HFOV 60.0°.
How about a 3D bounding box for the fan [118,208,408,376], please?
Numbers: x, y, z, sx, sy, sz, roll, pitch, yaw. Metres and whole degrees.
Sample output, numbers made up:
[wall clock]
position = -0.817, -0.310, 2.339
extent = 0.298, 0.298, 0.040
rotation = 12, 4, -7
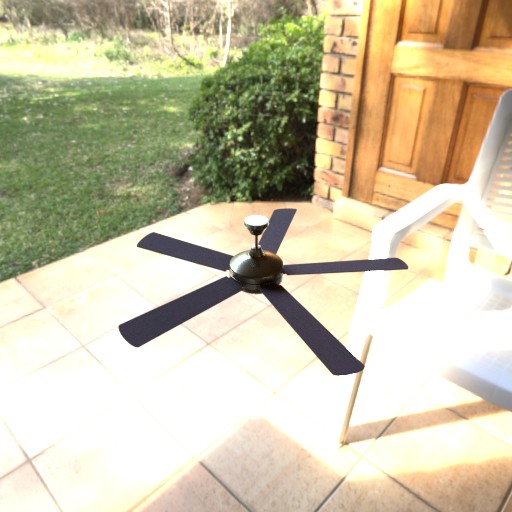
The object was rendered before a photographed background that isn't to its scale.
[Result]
[fan]
position = 0.000, 0.000, 1.985
extent = 1.321, 0.356, 1.321
rotation = 22, 37, 32
